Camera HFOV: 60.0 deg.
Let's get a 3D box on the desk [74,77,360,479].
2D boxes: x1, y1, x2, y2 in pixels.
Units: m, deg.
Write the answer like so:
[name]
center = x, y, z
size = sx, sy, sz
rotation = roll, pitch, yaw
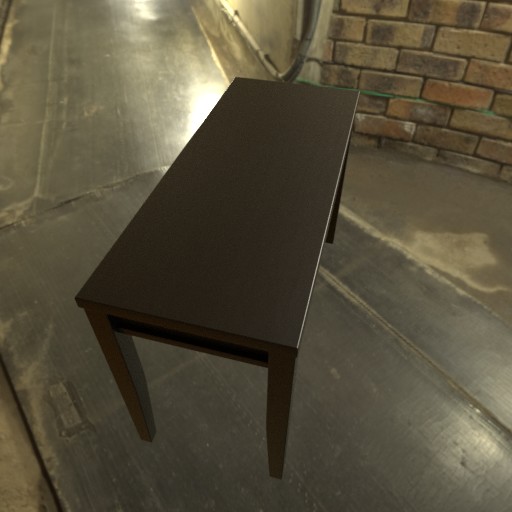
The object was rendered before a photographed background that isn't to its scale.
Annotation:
[desk]
center = 0.000, 0.000, 1.626
size = 0.508, 0.775, 1.220
rotation = 11, 46, 11
